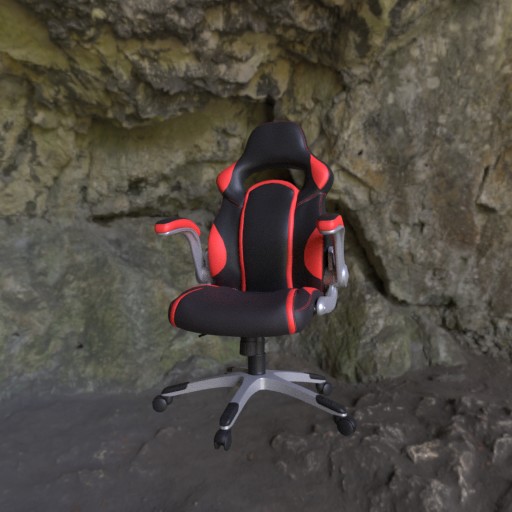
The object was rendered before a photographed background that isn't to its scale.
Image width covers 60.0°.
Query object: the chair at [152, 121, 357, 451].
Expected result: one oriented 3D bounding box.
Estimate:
[{"bbox_3d":[0.000,0.000,1.648,0.758,1.165,0.712,0,1,18],"label":"chair"}]
